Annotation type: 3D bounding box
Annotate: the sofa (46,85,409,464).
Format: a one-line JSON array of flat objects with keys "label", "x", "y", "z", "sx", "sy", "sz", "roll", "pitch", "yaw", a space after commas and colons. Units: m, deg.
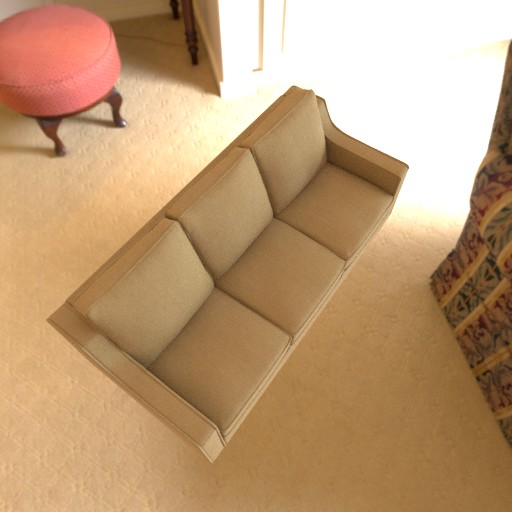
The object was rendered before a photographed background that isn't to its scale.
[{"label": "sofa", "x": 0.000, "y": 0.000, "z": 2.552, "sx": 0.911, "sy": 0.974, "sz": 1.986, "roll": 32, "pitch": 64, "yaw": 18}]
